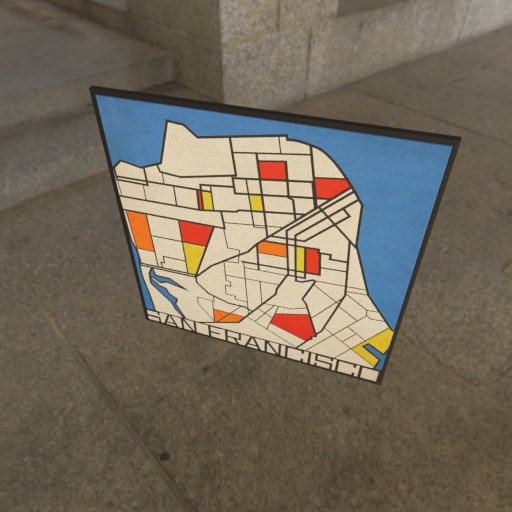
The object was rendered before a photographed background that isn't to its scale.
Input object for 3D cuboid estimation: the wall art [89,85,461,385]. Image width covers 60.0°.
[{"bbox_3d":[0.000,0.000,0.977,0.664,0.663,0.015,13,43,14],"label":"wall art"}]
